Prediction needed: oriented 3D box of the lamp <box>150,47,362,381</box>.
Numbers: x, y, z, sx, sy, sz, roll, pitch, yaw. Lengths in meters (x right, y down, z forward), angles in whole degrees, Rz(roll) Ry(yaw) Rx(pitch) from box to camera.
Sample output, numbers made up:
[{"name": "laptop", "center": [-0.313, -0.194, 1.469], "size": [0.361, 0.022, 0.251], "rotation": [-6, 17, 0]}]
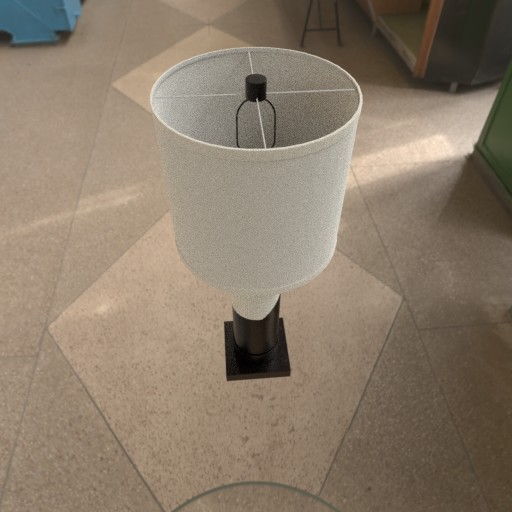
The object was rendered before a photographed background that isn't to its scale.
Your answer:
[{"name": "lamp", "center": [0.000, 0.000, 0.619], "size": [0.211, 0.509, 0.211], "rotation": [-4, 47, -3]}]
